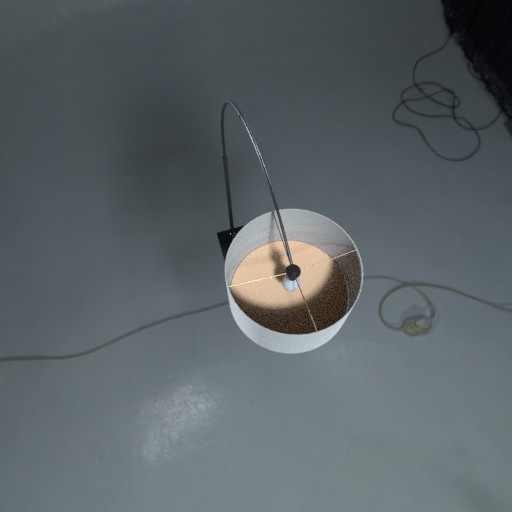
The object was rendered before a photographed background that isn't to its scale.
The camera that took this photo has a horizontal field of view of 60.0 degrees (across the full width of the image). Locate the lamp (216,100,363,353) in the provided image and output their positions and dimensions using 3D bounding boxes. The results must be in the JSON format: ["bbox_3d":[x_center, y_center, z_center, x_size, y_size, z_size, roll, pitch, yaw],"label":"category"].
[{"bbox_3d":[0.000,0.000,2.533,0.493,1.927,1.424,-15,66,-7],"label":"lamp"}]
